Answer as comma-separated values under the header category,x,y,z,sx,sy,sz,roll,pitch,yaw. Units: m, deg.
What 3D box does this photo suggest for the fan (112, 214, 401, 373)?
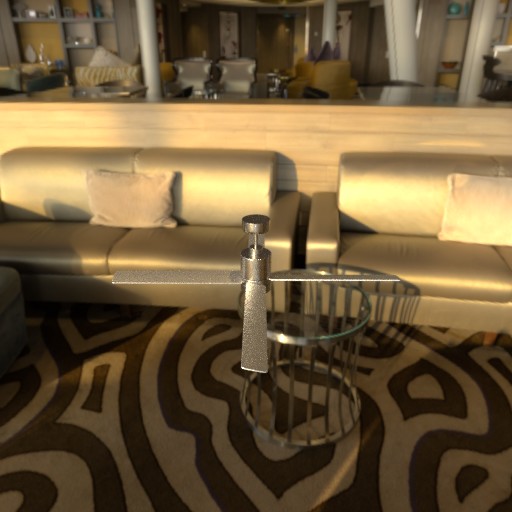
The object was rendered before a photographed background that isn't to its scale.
category,x,y,z,sx,sy,sz,roll,pitch,yaw
fan,0.000,0.000,2.008,1.322,0.355,1.322,0,25,0
